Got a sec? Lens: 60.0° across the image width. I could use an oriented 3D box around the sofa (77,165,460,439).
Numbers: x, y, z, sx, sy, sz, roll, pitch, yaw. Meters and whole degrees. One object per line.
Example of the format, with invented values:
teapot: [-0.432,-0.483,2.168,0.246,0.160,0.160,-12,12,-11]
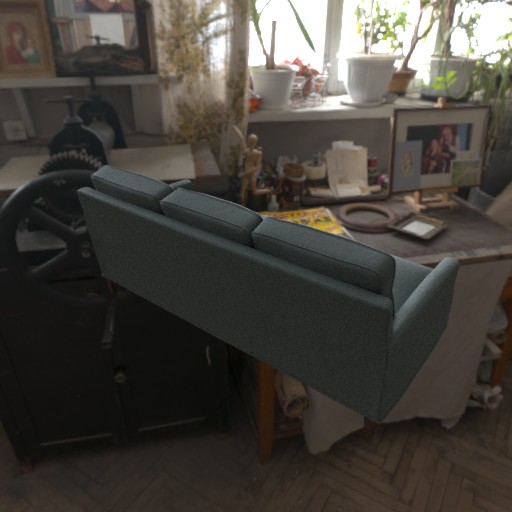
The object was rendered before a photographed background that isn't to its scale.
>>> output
sofa: [0.000,0.000,2.851,2.246,1.003,1.084,21,35,33]
